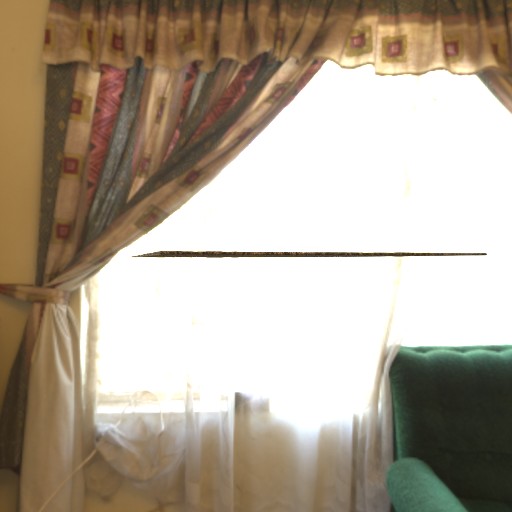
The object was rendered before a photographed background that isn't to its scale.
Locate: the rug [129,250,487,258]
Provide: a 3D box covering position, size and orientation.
[{"bbox_3d":[0.000,0.000,2.291,1.189,0.011,1.808,0,-1,-19],"label":"rug"}]
